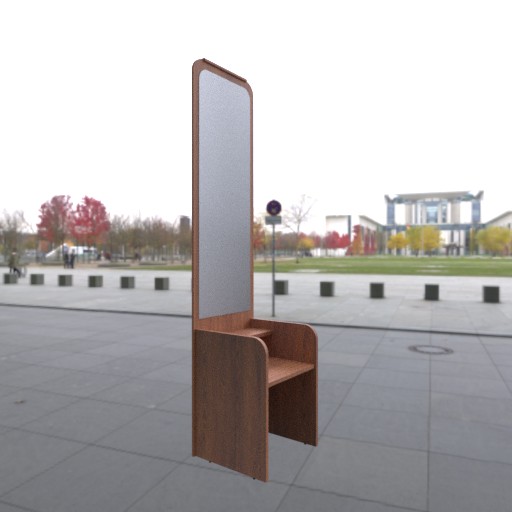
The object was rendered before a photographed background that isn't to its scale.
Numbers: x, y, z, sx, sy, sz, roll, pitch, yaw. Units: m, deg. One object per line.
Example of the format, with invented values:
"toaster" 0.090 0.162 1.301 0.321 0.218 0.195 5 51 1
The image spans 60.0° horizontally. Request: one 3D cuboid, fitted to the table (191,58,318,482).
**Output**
"table" 0.000 0.000 2.069 0.420 1.830 0.450 0 1 37
